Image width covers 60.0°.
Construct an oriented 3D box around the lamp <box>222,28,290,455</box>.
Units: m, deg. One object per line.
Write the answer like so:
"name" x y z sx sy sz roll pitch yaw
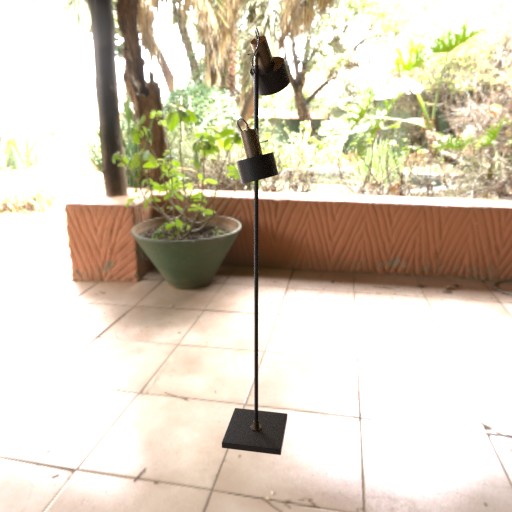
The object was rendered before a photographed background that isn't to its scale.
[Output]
"lamp" 0.000 0.000 1.618 0.233 1.505 0.315 3 15 10
